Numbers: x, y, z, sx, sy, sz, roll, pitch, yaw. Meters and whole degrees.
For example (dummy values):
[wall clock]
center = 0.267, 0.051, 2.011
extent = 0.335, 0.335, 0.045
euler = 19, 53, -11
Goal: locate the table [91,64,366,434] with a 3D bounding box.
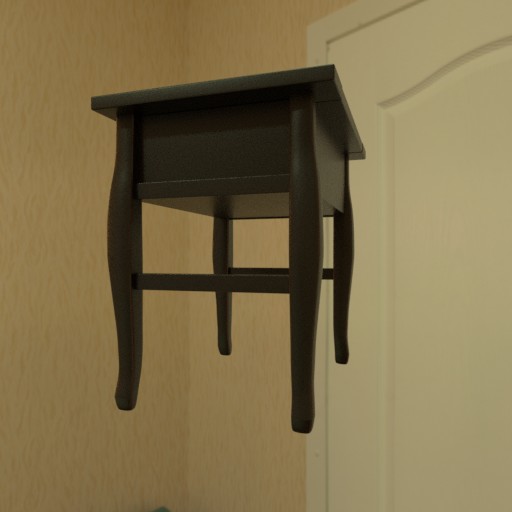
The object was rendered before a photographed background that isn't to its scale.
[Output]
[table]
center = 0.000, 0.000, 1.051
extent = 0.460, 0.604, 0.602
euler = 0, 0, 18
